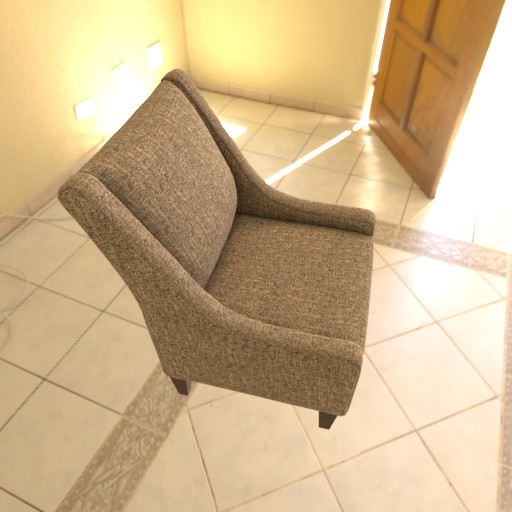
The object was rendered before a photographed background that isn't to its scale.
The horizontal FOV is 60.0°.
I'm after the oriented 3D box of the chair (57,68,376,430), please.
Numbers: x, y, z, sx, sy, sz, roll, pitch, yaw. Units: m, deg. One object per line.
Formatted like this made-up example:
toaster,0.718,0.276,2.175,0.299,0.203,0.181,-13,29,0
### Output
chair,0.000,0.000,1.634,0.870,1.014,0.774,10,46,10
